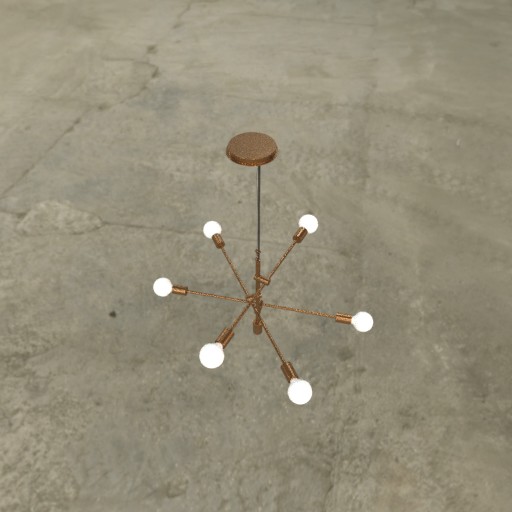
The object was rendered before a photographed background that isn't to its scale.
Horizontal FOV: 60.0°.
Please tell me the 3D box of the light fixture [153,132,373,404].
[{"bbox_3d":[0.000,0.000,1.288,0.682,0.744,0.637,32,55,27],"label":"light fixture"}]
